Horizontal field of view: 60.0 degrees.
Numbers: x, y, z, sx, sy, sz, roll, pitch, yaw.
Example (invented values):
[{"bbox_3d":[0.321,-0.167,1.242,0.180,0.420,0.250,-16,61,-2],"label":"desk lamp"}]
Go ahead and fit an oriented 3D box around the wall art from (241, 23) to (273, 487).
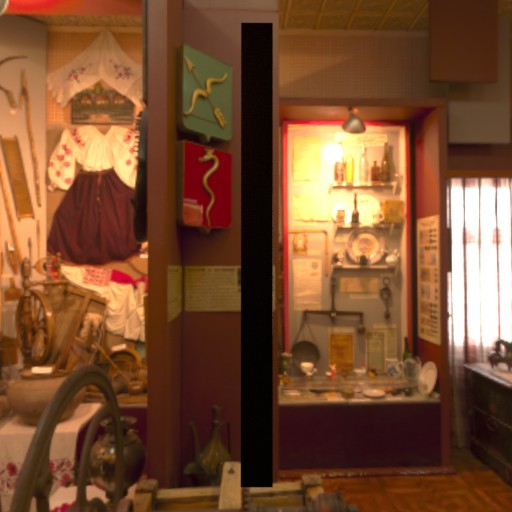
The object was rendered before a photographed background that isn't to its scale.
[{"bbox_3d":[0.000,0.000,0.752,0.039,0.553,0.451,0,-1,0],"label":"wall art"}]
